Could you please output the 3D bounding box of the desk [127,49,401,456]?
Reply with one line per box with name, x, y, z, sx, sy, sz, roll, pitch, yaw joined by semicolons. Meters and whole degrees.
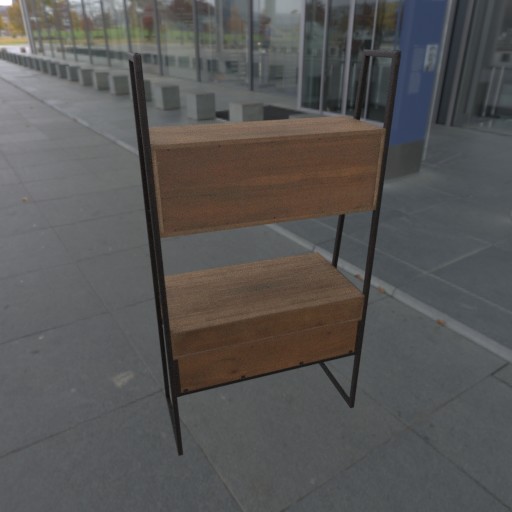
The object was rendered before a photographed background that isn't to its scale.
desk;0.000;0.000;2.139;0.982;1.809;0.515;-9;28;-17
